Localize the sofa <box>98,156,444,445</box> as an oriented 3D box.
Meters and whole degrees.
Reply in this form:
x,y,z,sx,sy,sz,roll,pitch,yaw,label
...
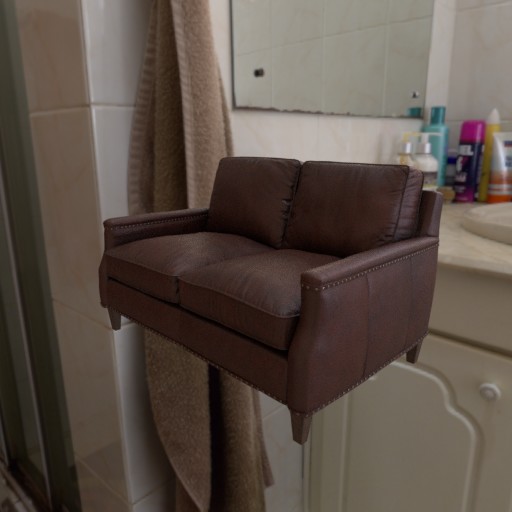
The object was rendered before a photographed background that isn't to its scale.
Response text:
x,y,z,sx,sy,sz,roll,pitch,yaw,label
0.000,0.000,2.370,1.083,1.003,1.628,-14,20,-43,sofa
